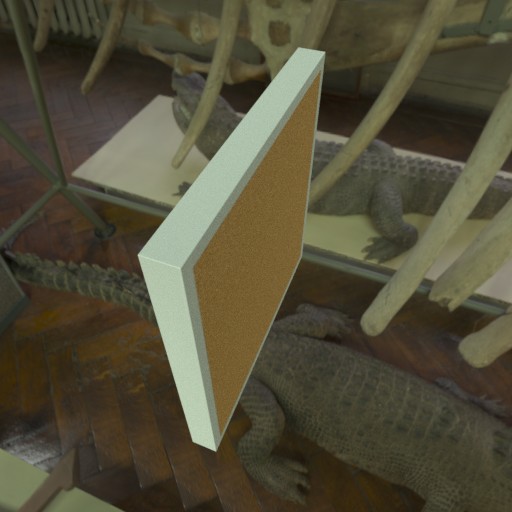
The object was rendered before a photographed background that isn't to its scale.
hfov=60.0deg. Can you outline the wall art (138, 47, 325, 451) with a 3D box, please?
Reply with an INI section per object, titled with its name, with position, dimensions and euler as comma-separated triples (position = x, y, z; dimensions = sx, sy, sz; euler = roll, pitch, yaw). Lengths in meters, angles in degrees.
[wall art]
position = 0.000, 0.000, 0.618
dimensions = 0.038, 0.406, 0.406
euler = 16, 50, 14
